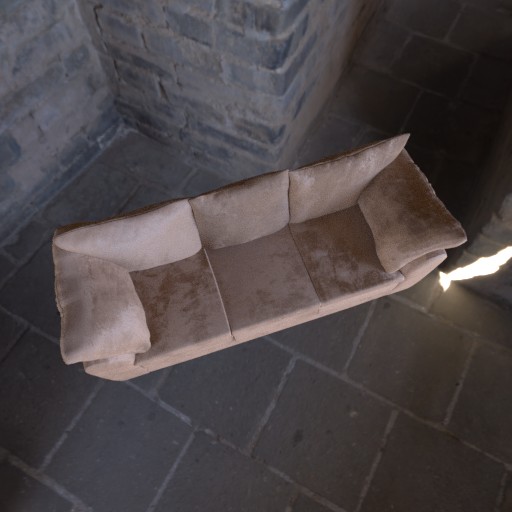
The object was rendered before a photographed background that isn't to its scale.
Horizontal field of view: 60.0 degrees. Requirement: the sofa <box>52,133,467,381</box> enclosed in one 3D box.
[{"bbox_3d":[0.000,0.000,2.869,2.377,0.981,0.893,-17,64,-8],"label":"sofa"}]
